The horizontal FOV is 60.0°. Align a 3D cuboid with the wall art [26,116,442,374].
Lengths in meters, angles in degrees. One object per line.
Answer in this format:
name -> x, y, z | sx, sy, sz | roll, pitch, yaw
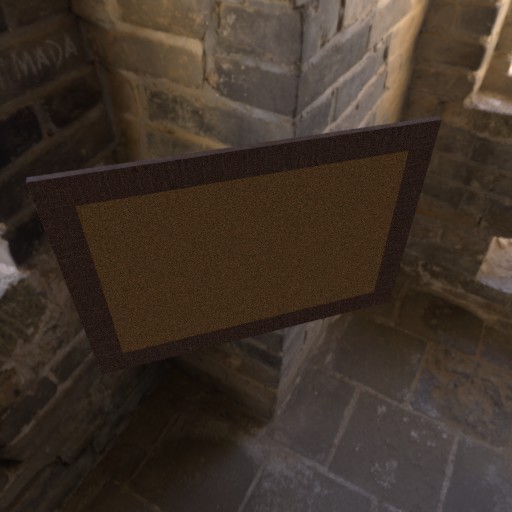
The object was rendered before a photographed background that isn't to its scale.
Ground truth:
wall art -> 0.000, 0.000, 1.154 | 0.917, 0.626, 0.019 | -12, 42, -13
